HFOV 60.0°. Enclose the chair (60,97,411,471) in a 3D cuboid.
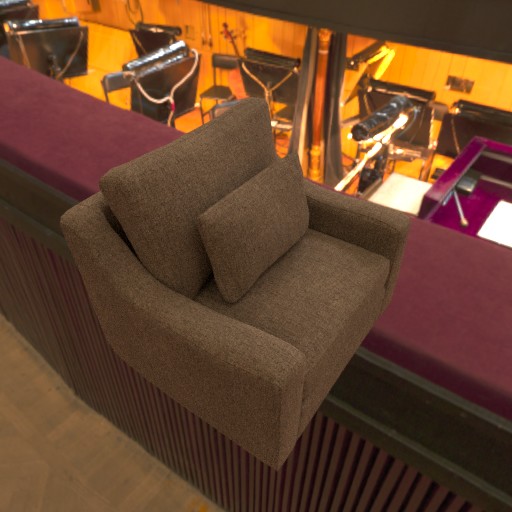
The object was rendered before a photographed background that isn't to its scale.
[{"bbox_3d":[0.000,0.000,1.951,1.009,1.037,1.138,25,46,26],"label":"chair"}]
